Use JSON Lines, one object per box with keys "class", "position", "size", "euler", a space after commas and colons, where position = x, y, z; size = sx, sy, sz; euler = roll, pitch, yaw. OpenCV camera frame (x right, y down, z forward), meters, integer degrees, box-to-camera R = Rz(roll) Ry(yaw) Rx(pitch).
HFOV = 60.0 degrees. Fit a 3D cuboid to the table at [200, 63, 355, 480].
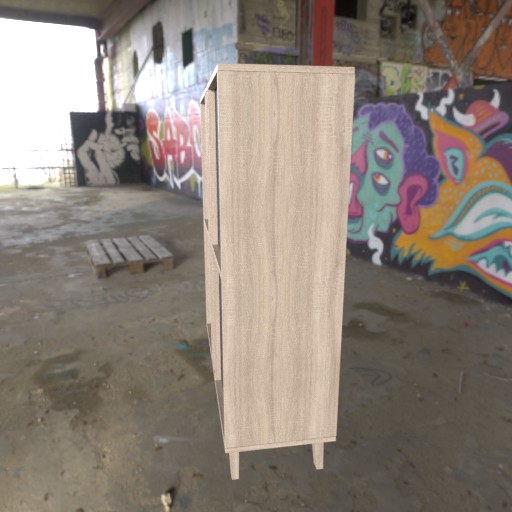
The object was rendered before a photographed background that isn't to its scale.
{"class": "table", "position": [0.000, 0.000, 1.947], "size": [0.398, 1.388, 1.111], "euler": [-2, 15, -9]}
